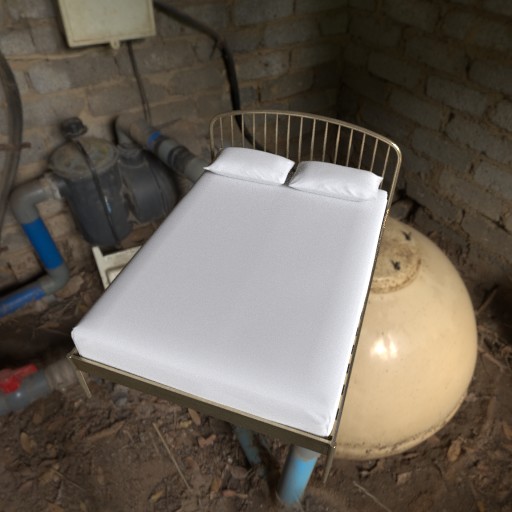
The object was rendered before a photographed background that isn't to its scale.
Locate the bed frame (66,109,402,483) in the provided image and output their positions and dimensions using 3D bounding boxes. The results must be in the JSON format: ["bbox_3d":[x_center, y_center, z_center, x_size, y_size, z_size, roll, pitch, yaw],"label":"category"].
[{"bbox_3d":[0.000,0.000,3.067,1.612,1.175,2.152,14,44,14],"label":"bed frame"}]
